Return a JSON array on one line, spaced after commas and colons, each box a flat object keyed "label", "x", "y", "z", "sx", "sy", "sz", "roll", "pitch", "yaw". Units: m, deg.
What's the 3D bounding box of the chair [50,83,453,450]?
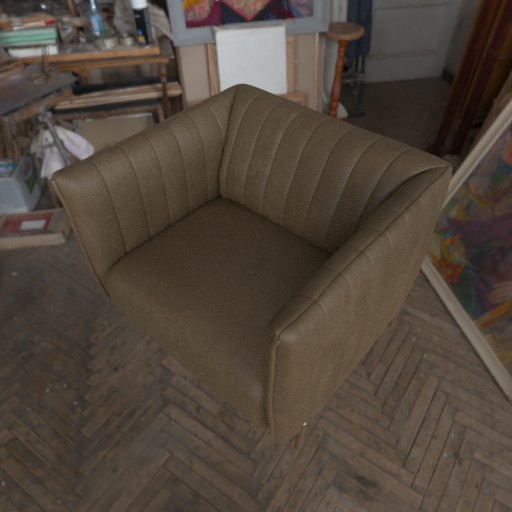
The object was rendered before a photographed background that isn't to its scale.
[{"label": "chair", "x": 0.000, "y": 0.000, "z": 1.611, "sx": 0.981, "sy": 0.779, "sz": 0.876, "roll": 32, "pitch": 53, "yaw": 27}]
